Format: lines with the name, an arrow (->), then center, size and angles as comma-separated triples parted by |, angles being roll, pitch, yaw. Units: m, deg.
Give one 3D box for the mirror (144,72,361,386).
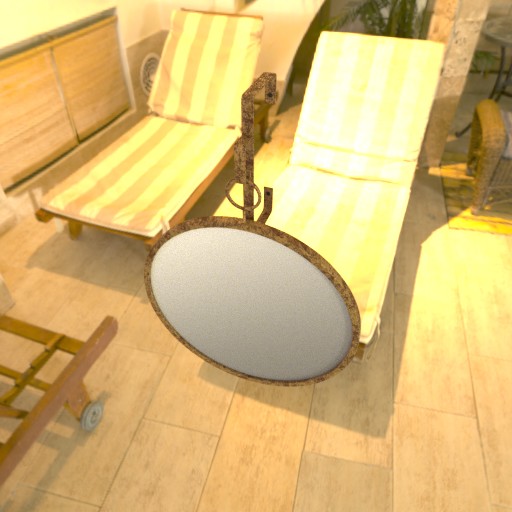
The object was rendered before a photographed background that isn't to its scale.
mirror -> 0.000, 0.000, 0.857 | 0.447, 0.651, 0.144 | 13, 43, 14
